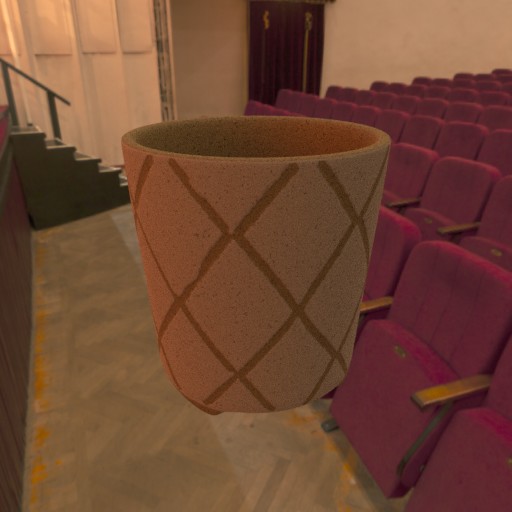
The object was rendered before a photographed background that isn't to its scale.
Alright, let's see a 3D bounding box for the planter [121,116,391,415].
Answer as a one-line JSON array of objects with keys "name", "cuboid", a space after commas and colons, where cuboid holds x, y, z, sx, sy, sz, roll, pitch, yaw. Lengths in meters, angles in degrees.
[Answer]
[{"name": "planter", "cuboid": [0.000, 0.000, 0.365, 0.191, 0.199, 0.191, 0, 24, 0]}]
